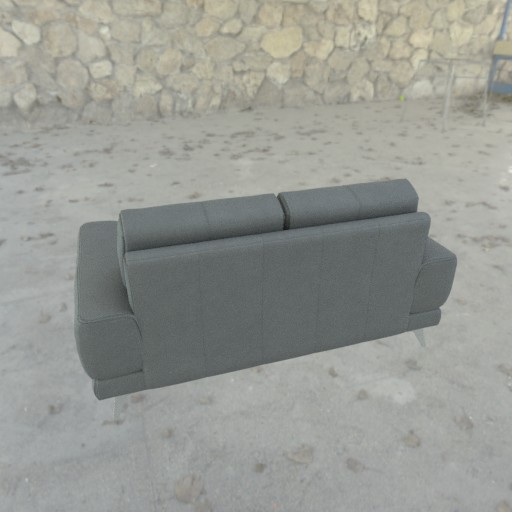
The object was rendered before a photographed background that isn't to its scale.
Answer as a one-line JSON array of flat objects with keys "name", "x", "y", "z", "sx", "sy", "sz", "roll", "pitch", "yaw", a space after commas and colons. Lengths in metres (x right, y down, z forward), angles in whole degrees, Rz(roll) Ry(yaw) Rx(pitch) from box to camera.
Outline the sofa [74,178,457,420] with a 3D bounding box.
[{"name": "sofa", "x": 0.000, "y": 0.000, "z": 2.363, "sx": 1.806, "sy": 0.907, "sz": 1.018, "roll": -9, "pitch": 29, "yaw": -16}]
